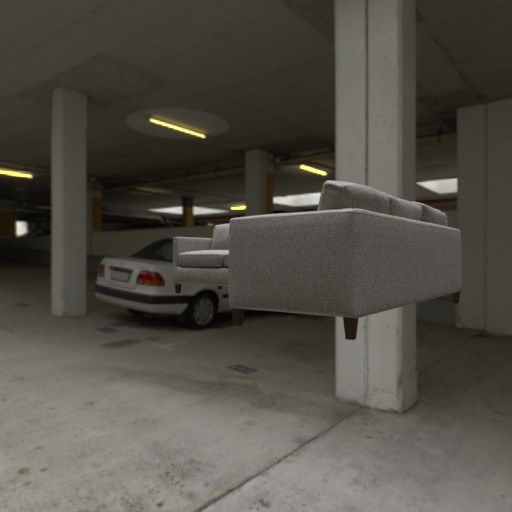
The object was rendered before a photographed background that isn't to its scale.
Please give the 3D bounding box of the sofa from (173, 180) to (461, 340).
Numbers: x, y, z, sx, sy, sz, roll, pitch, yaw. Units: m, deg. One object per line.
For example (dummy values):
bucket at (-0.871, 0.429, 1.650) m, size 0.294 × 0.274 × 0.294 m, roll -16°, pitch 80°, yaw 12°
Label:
sofa at (0.000, 0.000, 4.435) m, size 3.302 × 0.947 × 2.593 m, roll 0°, pitch 0°, yaw 37°
